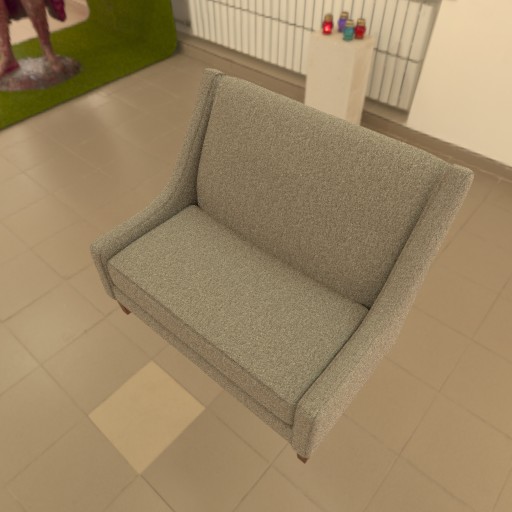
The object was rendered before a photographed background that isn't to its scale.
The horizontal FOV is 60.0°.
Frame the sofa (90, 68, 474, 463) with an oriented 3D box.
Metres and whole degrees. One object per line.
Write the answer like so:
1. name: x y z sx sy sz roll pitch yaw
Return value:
1. sofa: 0.000 0.000 1.876 1.242 1.026 0.862 32 54 27
